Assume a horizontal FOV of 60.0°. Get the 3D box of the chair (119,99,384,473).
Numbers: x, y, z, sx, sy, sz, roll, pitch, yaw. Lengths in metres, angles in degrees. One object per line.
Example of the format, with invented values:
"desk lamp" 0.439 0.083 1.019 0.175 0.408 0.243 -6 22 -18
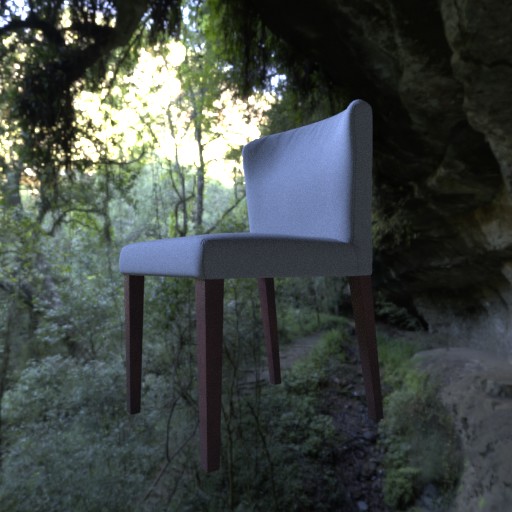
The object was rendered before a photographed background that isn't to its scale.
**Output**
"chair" 0.000 0.000 1.182 0.592 0.839 0.491 1 -1 -36
